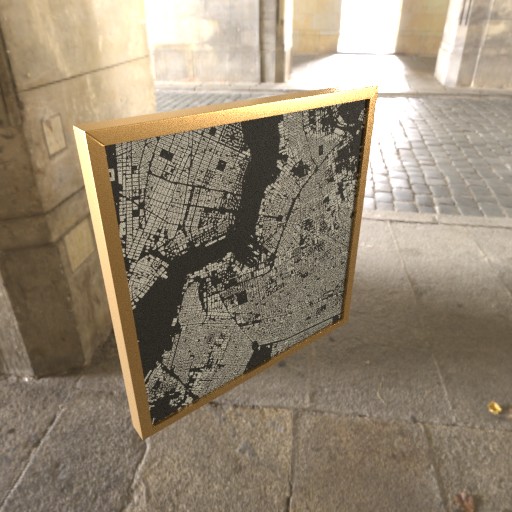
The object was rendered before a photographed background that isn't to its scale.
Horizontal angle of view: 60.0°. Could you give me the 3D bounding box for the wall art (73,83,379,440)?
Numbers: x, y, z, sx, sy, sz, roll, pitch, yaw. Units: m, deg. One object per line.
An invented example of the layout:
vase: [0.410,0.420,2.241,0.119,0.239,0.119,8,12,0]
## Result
wall art: [0.000,0.000,0.456,0.305,0.305,0.023,-21,36,-33]
